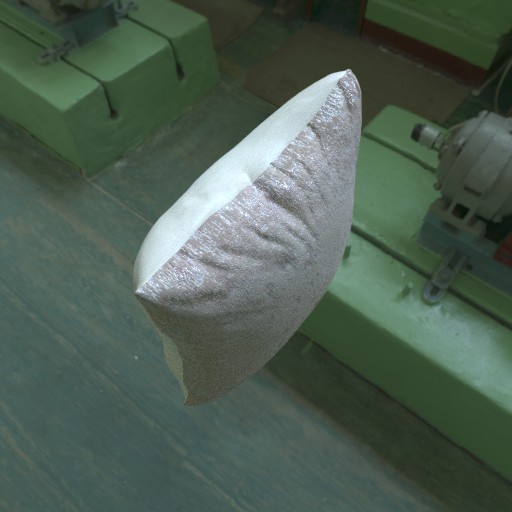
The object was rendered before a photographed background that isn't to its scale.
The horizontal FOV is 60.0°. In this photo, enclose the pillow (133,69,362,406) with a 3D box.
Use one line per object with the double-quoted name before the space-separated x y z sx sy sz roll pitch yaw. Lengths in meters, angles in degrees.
"pillow" 0.000 0.000 0.723 0.245 0.448 0.450 33 63 19
